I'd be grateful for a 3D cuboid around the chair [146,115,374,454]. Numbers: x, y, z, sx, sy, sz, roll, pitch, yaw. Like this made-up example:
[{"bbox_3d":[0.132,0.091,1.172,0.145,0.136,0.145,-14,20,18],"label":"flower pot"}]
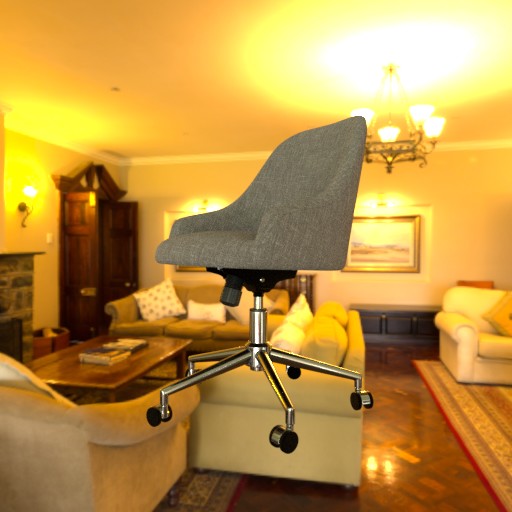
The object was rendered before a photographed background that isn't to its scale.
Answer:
[{"bbox_3d":[0.000,0.000,1.427,0.712,0.950,0.671,-1,1,-37],"label":"chair"}]
